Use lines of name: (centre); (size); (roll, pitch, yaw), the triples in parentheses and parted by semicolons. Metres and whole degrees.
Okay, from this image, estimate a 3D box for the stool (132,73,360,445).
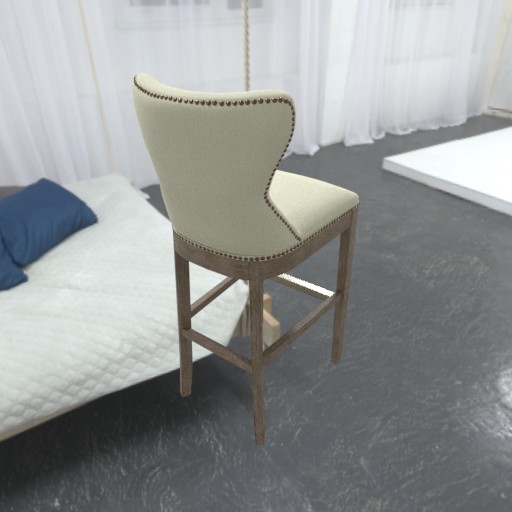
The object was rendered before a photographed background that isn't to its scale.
stool: (0.000, 0.000, 1.447); (0.494, 1.123, 0.606); (20, 36, 31)
